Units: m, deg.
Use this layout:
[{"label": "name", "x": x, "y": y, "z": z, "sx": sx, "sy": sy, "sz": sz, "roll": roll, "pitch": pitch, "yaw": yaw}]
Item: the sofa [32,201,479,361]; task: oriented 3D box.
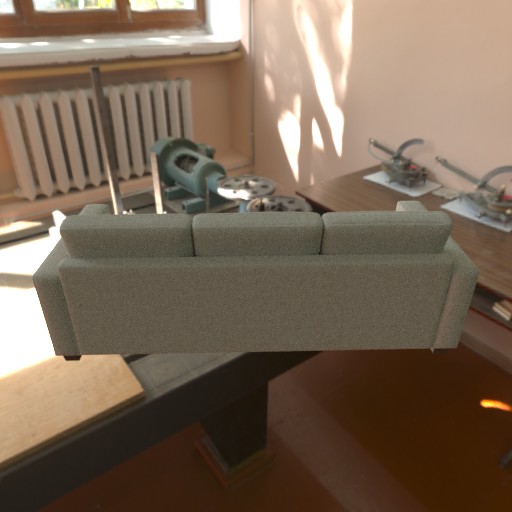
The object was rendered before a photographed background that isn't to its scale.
[{"label": "sofa", "x": 0.000, "y": 0.000, "z": 2.568, "sx": 2.160, "sy": 0.800, "sz": 0.900, "roll": -1, "pitch": 30, "yaw": -1}]
